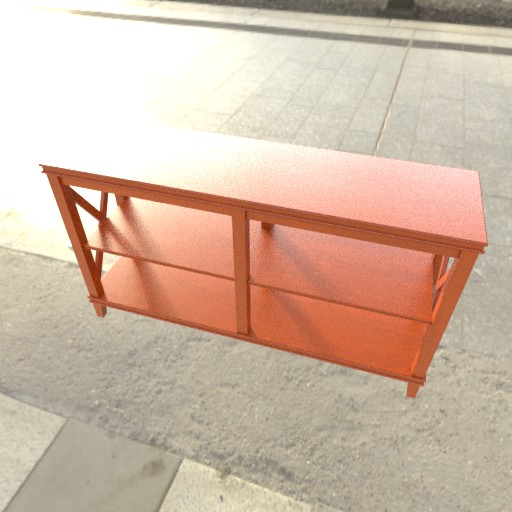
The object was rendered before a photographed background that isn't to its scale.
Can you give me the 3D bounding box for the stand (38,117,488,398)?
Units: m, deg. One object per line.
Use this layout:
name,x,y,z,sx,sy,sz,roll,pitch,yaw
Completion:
stand,0.000,0.000,1.681,1.372,0.762,0.381,12,43,13
